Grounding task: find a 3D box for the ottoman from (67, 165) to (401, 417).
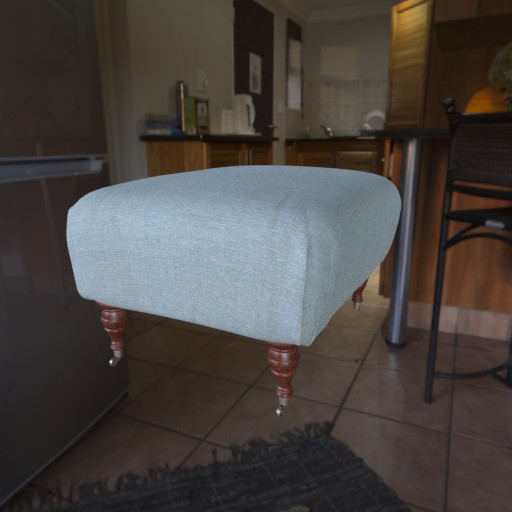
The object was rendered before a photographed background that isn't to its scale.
[{"bbox_3d":[0.000,0.000,1.165,0.622,0.450,0.747,8,17,26],"label":"ottoman"}]
